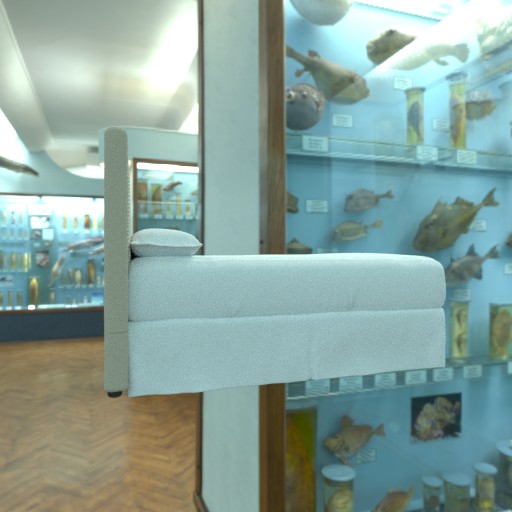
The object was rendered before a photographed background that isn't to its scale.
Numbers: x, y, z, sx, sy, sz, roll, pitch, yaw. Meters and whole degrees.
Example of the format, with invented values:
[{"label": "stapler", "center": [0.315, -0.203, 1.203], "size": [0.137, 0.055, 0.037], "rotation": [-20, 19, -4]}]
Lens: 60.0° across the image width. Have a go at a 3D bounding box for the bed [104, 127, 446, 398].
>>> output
[{"label": "bed", "center": [0.000, 0.000, 3.323], "size": [2.143, 1.460, 1.753], "rotation": [0, 0, -18]}]
